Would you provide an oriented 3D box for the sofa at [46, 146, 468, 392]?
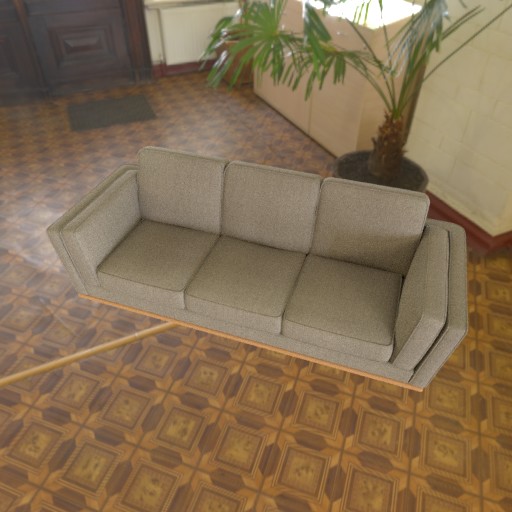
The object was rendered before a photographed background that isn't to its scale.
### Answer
[{"bbox_3d":[0.000,0.000,2.776,2.362,0.899,0.903,13,42,14],"label":"sofa"}]
